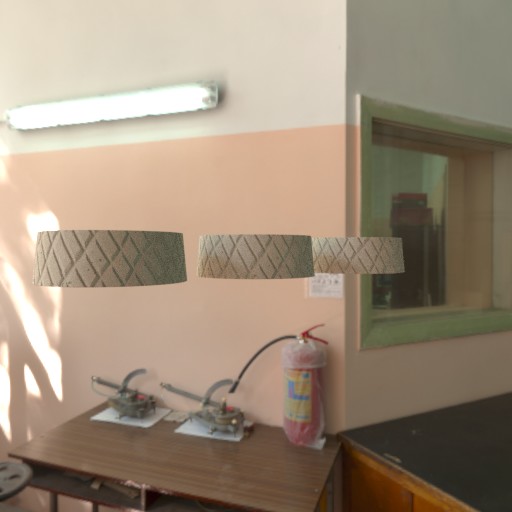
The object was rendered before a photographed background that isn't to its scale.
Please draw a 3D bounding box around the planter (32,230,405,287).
[{"bbox_3d":[0.000,0.000,0.428,0.390,0.038,0.114,-1,1,-36],"label":"planter"}]
